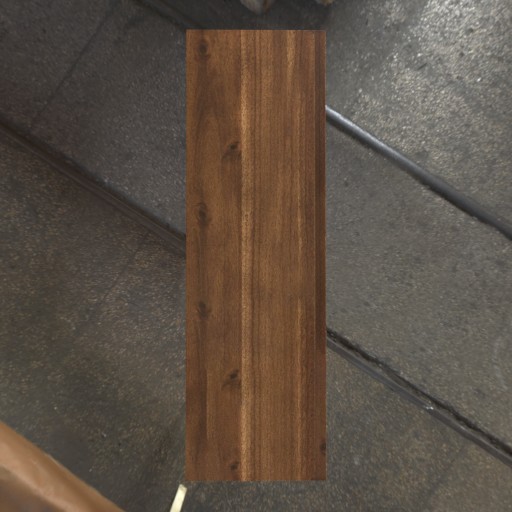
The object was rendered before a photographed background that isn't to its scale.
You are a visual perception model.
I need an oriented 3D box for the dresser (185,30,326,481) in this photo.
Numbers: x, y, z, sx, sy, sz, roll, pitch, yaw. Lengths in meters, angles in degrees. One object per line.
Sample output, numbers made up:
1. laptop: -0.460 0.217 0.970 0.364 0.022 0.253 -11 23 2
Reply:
1. dresser: 0.000 0.000 1.809 0.438 0.892 1.387 0 89 0
